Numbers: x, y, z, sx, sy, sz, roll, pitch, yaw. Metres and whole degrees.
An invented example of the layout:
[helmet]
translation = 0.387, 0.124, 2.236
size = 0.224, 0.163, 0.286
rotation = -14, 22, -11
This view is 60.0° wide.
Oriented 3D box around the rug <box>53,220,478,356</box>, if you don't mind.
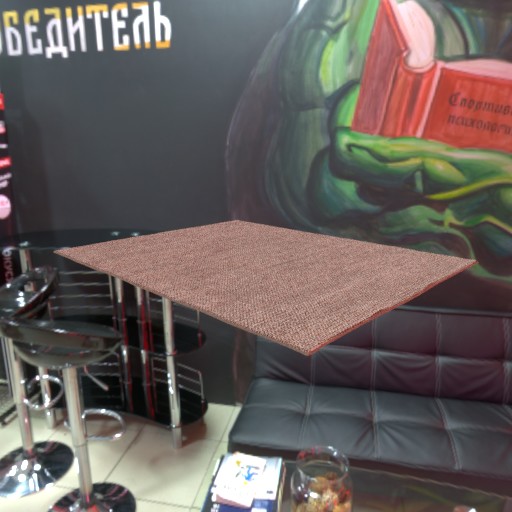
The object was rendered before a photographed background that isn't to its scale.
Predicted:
[rug]
translation = 0.000, 0.000, 4.039
size = 3.052, 0.030, 2.429
rotation = 13, 20, 42
